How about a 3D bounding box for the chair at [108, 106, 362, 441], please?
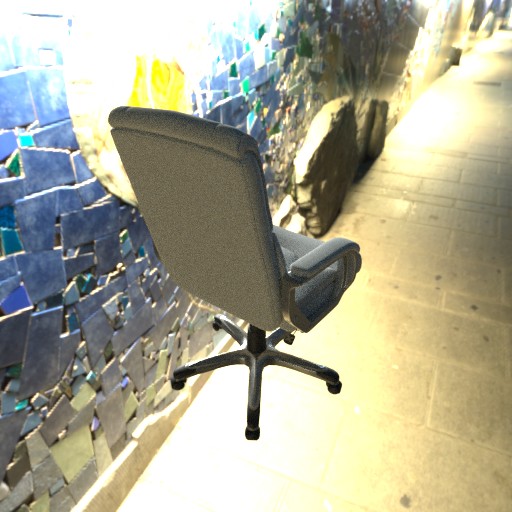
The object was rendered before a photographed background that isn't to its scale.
[{"bbox_3d":[0.000,0.000,1.590,0.687,1.120,0.738,21,36,33],"label":"chair"}]
